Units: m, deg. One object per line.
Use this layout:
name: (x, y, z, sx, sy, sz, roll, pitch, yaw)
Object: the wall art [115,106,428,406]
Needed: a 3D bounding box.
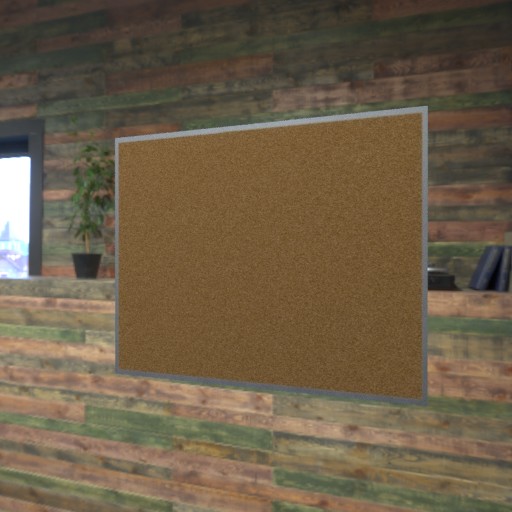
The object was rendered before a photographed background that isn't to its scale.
wall art: (0.000, 0.000, 0.773, 0.557, 0.450, 0.037, 0, 0, 19)
